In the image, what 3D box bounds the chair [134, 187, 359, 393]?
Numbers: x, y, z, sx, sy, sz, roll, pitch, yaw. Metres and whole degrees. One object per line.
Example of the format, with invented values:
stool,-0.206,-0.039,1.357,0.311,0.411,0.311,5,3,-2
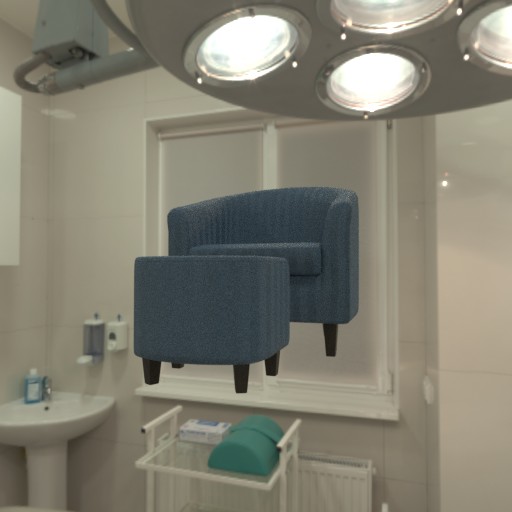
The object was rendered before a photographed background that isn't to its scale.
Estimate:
chair,0.000,0.000,1.752,0.756,0.757,1.288,0,-1,18
